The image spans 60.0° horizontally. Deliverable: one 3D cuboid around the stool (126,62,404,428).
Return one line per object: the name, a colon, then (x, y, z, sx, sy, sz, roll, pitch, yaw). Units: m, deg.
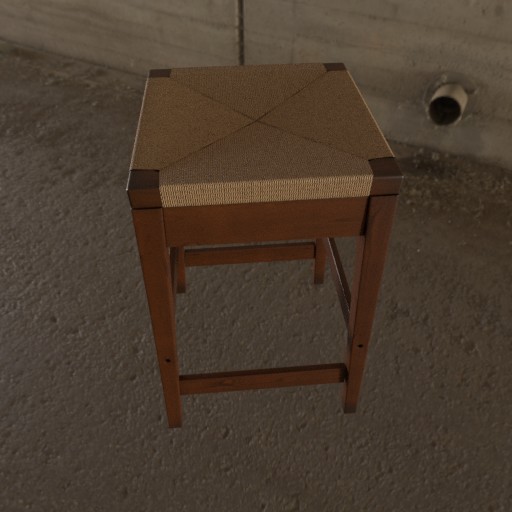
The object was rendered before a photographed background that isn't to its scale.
stool: (0.000, 0.000, 1.092, 0.507, 0.762, 0.497, -4, 46, -3)
